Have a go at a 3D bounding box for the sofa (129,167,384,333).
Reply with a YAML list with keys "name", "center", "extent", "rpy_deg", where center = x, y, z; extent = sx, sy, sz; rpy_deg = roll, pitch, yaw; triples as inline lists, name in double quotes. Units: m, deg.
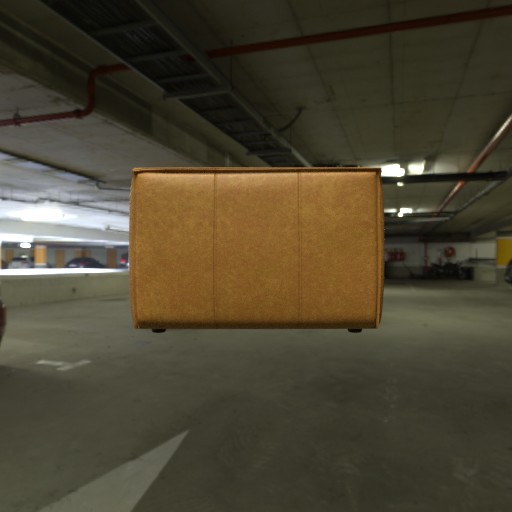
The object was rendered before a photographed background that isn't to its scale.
- name: "sofa"
  center: [0.000, 0.000, 3.073]
  extent: [1.102, 0.701, 2.581]
  rpy_deg: [0, -1, 0]
